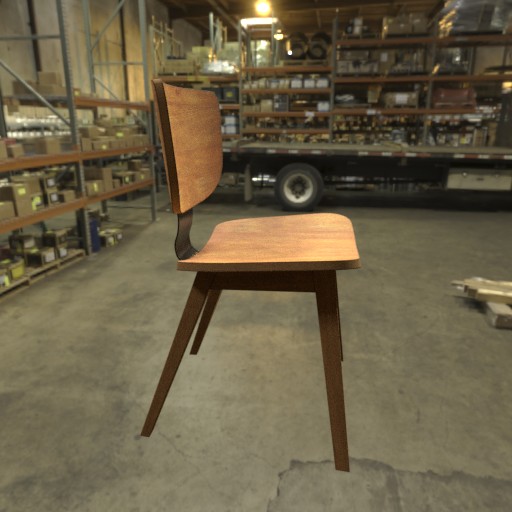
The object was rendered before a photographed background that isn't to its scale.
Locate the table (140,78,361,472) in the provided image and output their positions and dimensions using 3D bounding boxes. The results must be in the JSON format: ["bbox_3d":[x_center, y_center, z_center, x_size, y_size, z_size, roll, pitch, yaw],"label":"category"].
[{"bbox_3d":[0.000,0.000,1.114,0.500,0.805,0.499,3,17,9],"label":"table"}]
